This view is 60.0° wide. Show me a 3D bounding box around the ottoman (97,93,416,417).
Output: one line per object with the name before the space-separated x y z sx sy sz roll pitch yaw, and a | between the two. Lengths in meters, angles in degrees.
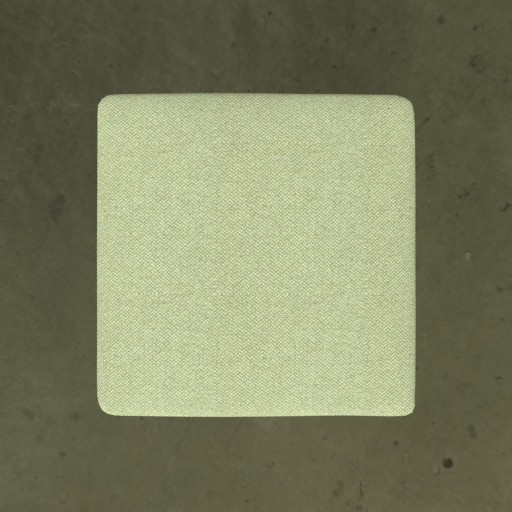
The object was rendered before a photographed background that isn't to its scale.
ottoman | 0.000 0.000 0.888 0.512 0.453 0.521 0 90 0
